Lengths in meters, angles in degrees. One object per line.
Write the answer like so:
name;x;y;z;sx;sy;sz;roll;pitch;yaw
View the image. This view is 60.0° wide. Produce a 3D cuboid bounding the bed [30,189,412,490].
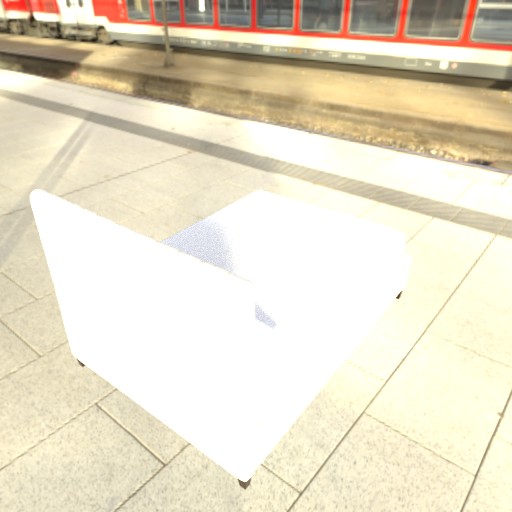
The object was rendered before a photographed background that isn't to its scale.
bed;0.000;0.000;3.398;1.698;1.427;2.387;22;38;31
